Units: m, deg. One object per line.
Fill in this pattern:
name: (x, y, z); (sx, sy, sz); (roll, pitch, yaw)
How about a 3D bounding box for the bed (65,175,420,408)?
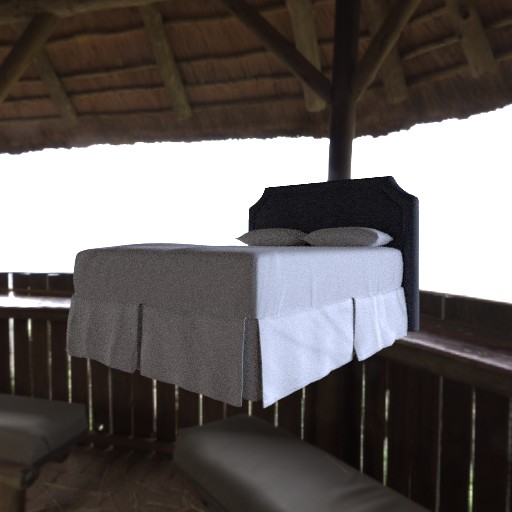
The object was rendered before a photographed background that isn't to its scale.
bed: (0.000, 0.000, 3.207); (1.693, 1.290, 2.116); (1, 2, 37)
